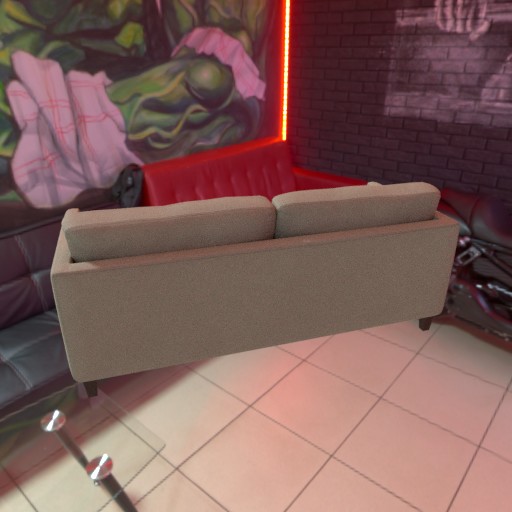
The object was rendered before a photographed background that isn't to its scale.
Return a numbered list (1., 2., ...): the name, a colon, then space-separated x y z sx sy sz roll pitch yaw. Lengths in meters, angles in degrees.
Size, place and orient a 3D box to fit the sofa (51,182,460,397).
1. sofa: 0.000 0.000 2.717 2.181 0.932 0.948 -7 26 -16
